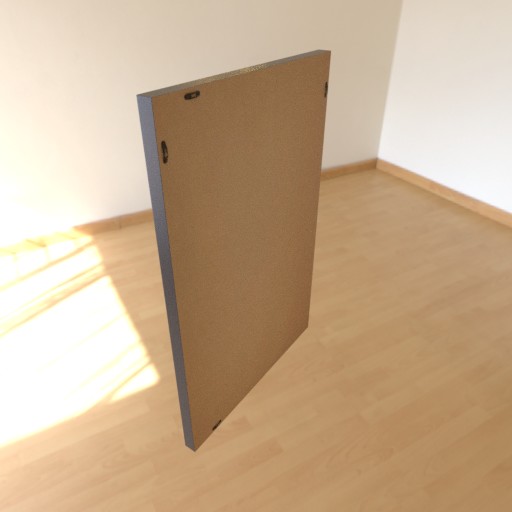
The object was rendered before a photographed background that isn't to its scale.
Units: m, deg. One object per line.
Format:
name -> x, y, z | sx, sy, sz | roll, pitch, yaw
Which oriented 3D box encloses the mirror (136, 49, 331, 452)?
mirror -> 0.000, 0.000, 1.155 | 0.040, 0.915, 0.609 | 21, 38, 29
